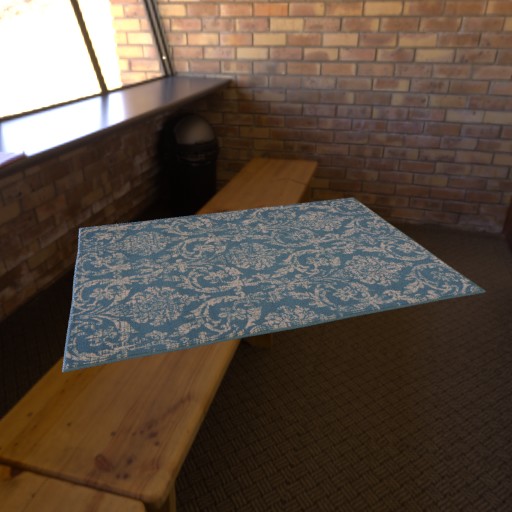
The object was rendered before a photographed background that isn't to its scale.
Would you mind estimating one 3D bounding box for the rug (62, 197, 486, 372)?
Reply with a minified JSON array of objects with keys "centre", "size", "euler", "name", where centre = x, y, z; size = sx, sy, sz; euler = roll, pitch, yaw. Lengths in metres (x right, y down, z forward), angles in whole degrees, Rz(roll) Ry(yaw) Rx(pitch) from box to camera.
[{"centre":[0.000,0.000,2.839],"size":[2.205,0.012,1.554],"euler":[-8,29,-15],"name":"rug"}]
